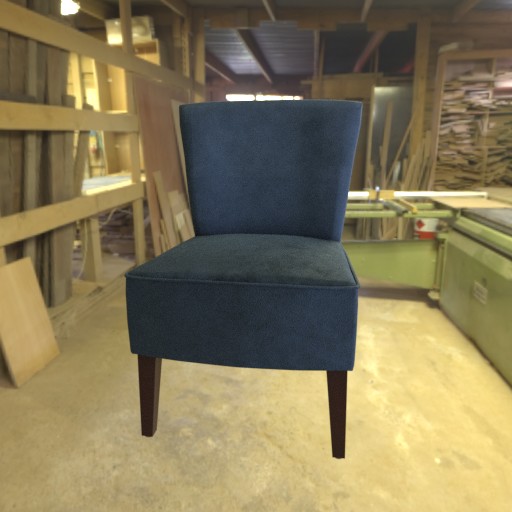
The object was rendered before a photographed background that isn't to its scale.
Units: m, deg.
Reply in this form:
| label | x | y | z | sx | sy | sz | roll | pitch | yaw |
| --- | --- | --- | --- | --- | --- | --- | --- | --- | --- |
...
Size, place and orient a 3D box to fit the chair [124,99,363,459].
| label | x | y | z | sx | sy | sz | roll | pitch | yaw |
| --- | --- | --- | --- | --- | --- | --- | --- | --- | --- |
| chair | 0.000 | 0.000 | 1.142 | 0.521 | 0.806 | 0.551 | 2 | 14 | 9 |
